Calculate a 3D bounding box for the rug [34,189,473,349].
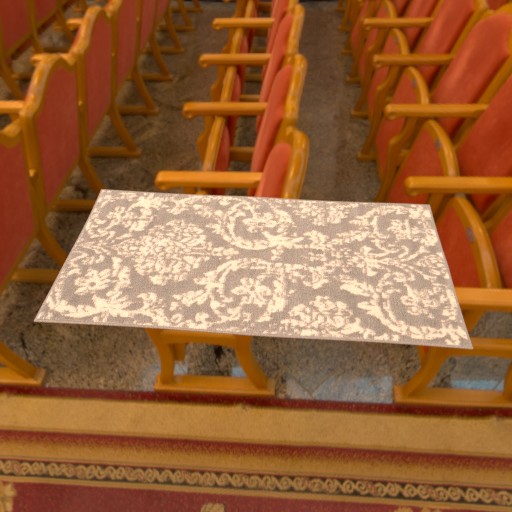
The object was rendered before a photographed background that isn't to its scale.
[{"bbox_3d":[0.000,0.000,1.432,1.219,0.007,0.604,3,47,3],"label":"rug"}]
